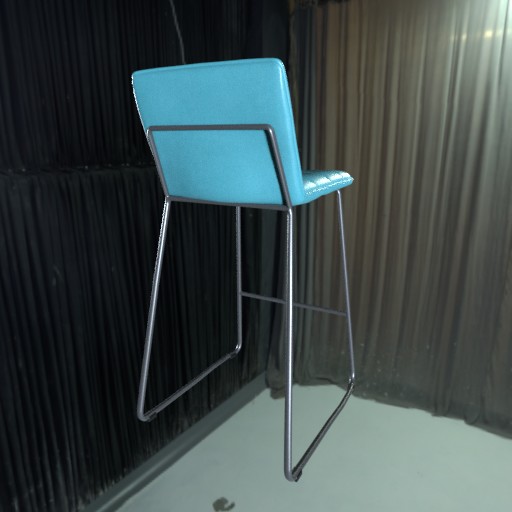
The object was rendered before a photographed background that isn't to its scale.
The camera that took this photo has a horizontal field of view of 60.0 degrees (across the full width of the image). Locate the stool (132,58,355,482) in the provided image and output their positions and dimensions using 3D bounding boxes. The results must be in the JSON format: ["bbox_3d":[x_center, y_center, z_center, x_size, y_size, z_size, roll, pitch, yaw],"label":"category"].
[{"bbox_3d":[0.000,0.000,1.237,0.489,0.936,0.524,8,17,29],"label":"stool"}]
